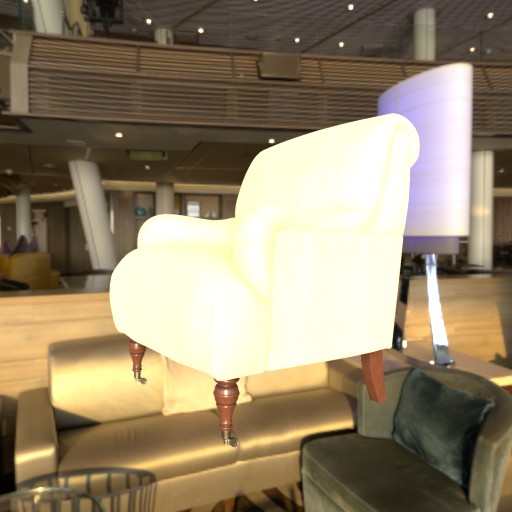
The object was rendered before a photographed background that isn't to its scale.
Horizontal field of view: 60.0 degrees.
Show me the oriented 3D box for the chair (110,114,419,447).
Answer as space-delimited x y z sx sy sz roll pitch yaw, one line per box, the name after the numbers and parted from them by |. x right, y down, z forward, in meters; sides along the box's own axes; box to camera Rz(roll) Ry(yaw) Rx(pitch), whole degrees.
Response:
0.000 0.000 1.529 0.842 0.944 0.766 -1 2 -36 | chair
